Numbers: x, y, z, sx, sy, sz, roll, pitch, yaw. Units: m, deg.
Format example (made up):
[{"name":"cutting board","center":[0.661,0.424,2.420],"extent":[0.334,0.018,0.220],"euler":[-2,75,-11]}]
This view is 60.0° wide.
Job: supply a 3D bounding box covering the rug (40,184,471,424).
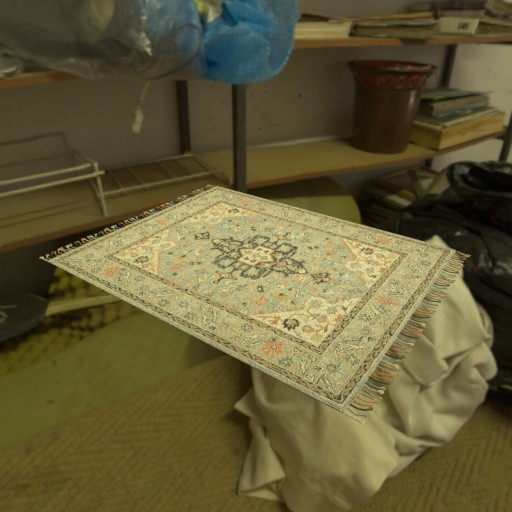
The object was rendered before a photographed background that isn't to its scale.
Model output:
[{"name":"rug","center":[0.000,0.000,3.377],"extent":[2.651,0.010,1.971],"euler":[19,35,31]}]
